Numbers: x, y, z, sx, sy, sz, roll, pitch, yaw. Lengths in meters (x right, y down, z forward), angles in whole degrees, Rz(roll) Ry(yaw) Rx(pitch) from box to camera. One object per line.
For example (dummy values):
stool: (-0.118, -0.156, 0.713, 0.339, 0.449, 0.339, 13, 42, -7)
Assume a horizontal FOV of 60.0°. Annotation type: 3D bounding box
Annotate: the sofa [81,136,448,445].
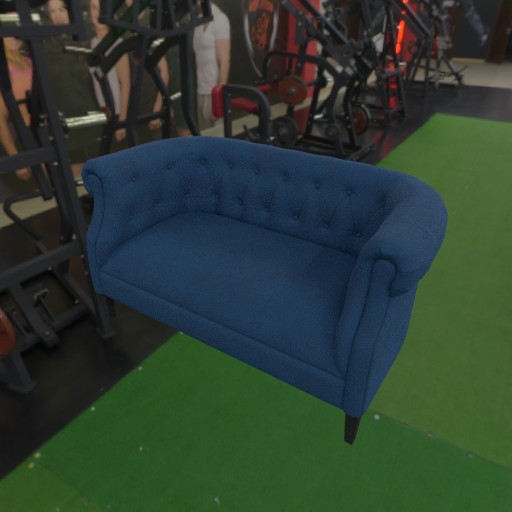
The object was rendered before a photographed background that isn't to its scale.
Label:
sofa: (0.000, 0.000, 2.053, 1.558, 0.827, 0.835, 19, 35, 29)
